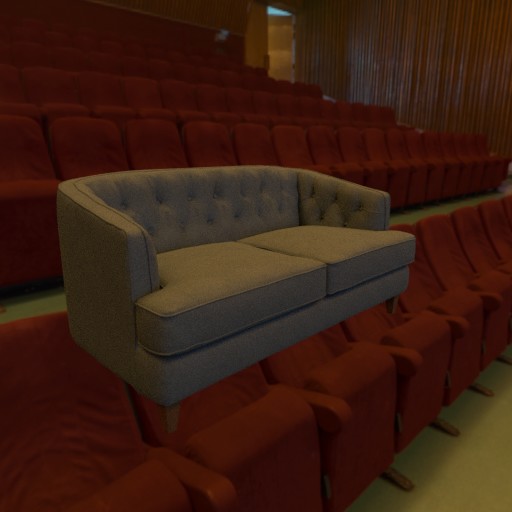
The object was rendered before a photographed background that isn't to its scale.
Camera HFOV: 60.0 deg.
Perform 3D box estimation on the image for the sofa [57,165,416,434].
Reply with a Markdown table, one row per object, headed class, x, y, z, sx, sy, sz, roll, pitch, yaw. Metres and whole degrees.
| class | x | y | z | sx | sy | sz | roll | pitch | yaw |
| --- | --- | --- | --- | --- | --- | --- | --- | --- | --- |
| sofa | 0.000 | 0.000 | 2.239 | 0.941 | 0.855 | 1.733 | 13 | 19 | 43 |
